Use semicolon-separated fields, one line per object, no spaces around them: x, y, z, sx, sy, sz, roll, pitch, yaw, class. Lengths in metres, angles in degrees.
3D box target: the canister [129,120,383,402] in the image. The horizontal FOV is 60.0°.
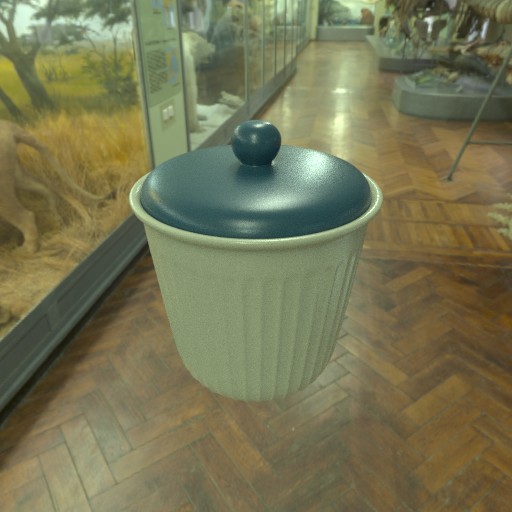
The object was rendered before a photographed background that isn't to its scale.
0.000;0.000;0.354;0.181;0.211;0.181;0;29;0;canister
